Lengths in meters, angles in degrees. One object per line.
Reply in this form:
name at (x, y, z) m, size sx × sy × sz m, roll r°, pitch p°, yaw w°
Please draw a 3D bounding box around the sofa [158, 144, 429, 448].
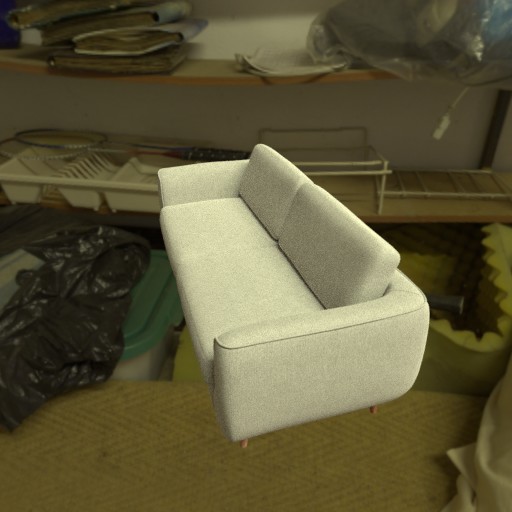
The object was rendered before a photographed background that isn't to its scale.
sofa at (0.000, 0.000, 2.465) m, size 0.920 × 0.850 × 2.000 m, roll -8°, pitch 30°, yaw -15°
